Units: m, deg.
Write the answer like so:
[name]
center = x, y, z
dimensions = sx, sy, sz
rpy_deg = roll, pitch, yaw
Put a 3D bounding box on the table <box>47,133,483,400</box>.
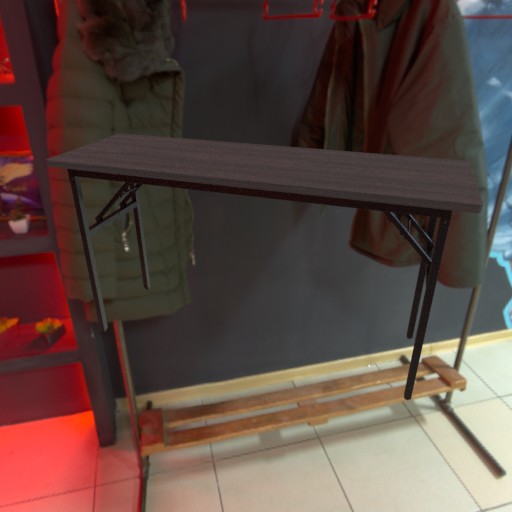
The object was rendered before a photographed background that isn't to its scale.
[table]
center = 0.000, 0.000, 1.713
dimensions = 1.399, 0.750, 0.449
rpy_deg = 9, 29, 16
